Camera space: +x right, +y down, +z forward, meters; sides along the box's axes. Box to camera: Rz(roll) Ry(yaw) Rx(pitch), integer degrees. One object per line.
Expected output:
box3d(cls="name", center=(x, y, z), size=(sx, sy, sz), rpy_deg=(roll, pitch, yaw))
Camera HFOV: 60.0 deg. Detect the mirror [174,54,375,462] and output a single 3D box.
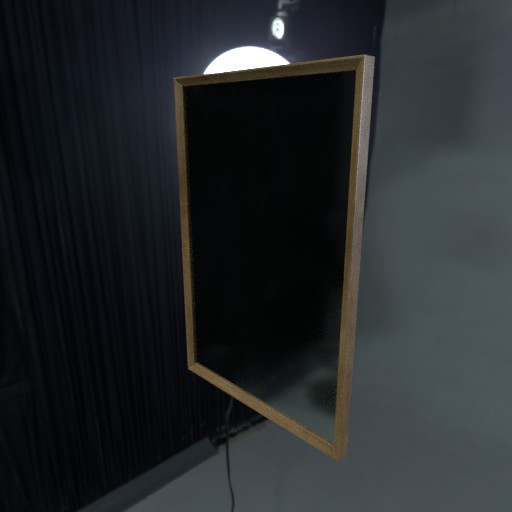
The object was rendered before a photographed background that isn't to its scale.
box3d(cls="mirror", center=(0.000, 0.000, 1.170), size=(0.041, 0.915, 0.609), rpy_deg=(-16, 23, -43))
